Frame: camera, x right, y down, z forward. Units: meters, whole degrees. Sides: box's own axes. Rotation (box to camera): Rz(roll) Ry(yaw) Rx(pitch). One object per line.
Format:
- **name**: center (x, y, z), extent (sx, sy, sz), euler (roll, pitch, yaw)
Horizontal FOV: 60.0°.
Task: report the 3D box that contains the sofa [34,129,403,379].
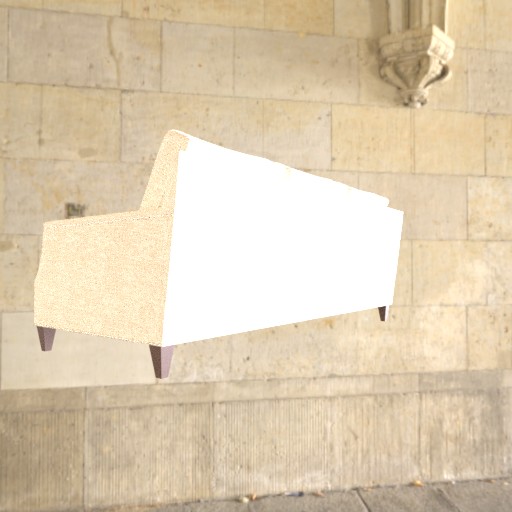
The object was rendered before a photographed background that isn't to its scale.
- **sofa**: center (0.000, 0.000, 2.708), extent (1.041, 0.940, 2.210), euler (-1, -2, 38)
